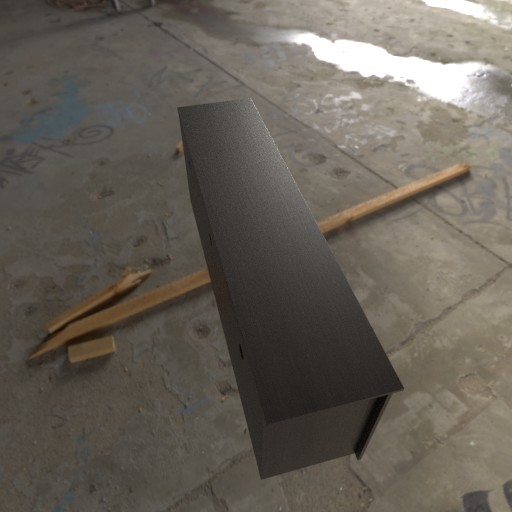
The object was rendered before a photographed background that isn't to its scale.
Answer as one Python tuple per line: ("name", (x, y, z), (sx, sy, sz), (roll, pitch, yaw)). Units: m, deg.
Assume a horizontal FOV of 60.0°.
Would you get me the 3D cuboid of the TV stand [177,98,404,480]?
("TV stand", (0.000, 0.000, 2.040), (0.406, 0.610, 1.778), (-11, 48, -10))
